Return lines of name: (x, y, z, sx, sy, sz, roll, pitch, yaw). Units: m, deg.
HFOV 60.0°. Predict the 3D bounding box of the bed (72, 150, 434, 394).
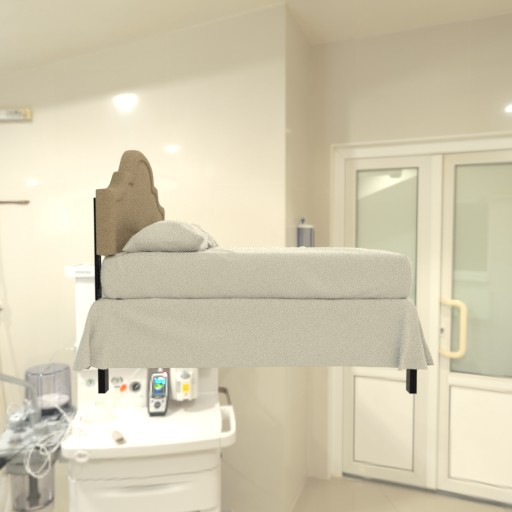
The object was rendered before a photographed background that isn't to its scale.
bed: (0.000, 0.000, 3.499, 2.222, 1.634, 1.780, 0, 3, 0)
